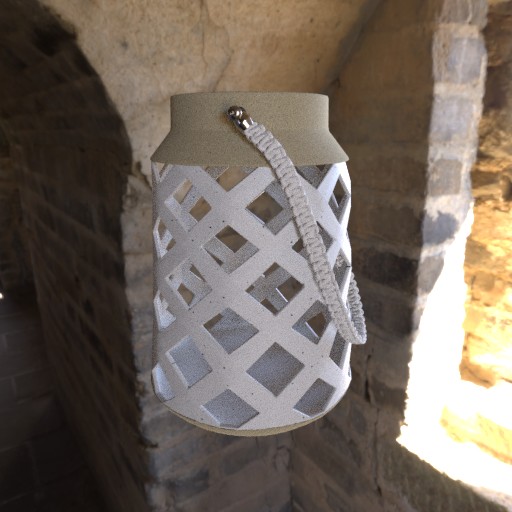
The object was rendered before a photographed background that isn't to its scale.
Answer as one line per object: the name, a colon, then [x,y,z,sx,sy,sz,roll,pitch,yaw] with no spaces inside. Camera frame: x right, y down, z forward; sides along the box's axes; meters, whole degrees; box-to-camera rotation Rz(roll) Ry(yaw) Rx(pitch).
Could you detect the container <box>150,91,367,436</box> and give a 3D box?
container: [0.000,0.000,0.390,0.198,0.264,0.188,3,17,9]
